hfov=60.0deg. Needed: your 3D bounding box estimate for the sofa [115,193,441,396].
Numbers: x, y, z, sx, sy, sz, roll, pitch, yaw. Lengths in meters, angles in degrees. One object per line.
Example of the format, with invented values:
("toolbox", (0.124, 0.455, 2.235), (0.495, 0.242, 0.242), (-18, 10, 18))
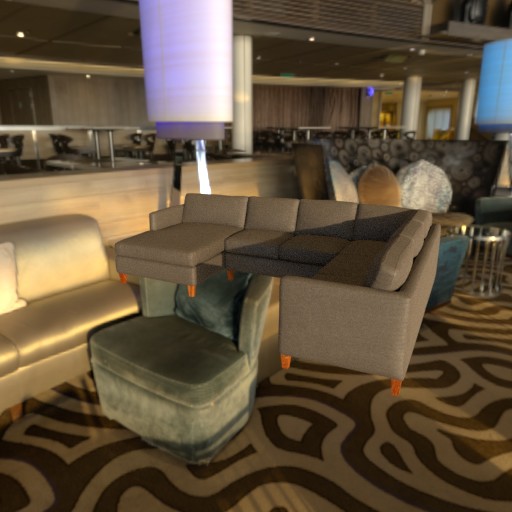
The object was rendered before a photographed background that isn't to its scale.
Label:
("sofa", (0.000, 0.000, 4.713), (3.460, 0.961, 2.594), (8, 18, 25))
